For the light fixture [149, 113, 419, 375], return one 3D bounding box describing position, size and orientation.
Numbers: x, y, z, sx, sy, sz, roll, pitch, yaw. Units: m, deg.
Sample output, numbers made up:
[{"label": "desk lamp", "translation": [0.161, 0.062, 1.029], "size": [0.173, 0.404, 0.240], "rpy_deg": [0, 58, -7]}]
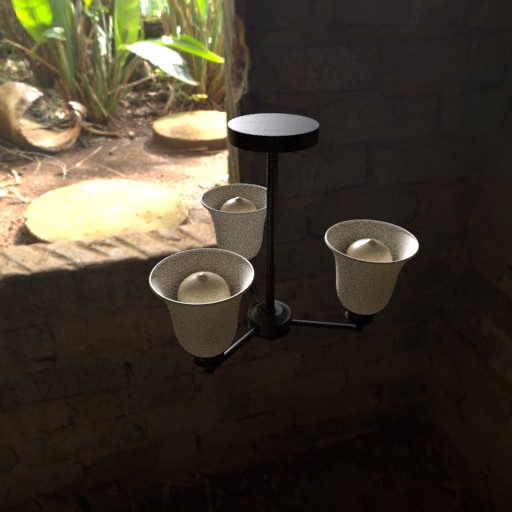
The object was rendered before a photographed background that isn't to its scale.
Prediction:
[{"label": "light fixture", "translation": [0.000, 0.000, 0.652], "size": [0.388, 0.370, 0.354], "rpy_deg": [22, 37, 33]}]
